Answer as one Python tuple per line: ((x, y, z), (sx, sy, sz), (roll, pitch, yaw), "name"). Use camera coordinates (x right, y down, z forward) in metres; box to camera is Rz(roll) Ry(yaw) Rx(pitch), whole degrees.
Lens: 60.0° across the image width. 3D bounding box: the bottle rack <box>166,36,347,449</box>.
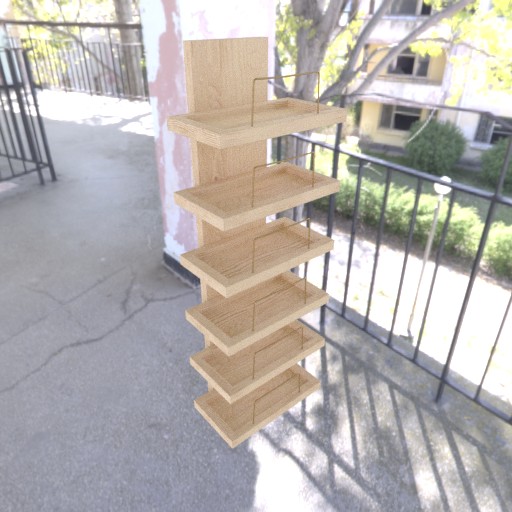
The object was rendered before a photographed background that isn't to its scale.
((0.000, 0.000, 1.079), (0.330, 0.943, 0.206), (-22, 36, -34), "bottle rack")
